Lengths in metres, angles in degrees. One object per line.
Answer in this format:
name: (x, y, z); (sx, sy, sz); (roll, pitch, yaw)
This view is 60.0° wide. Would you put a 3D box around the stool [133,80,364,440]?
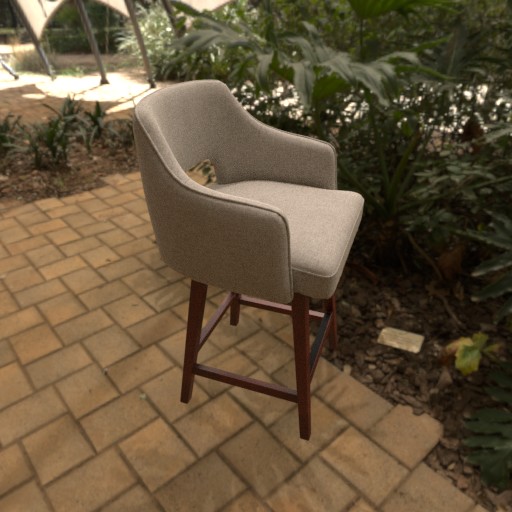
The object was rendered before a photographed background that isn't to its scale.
stool: (0.000, 0.000, 1.349); (0.558, 0.944, 0.599); (10, 32, 17)
